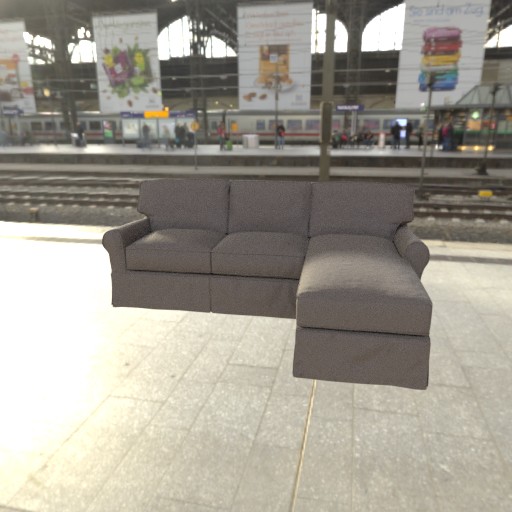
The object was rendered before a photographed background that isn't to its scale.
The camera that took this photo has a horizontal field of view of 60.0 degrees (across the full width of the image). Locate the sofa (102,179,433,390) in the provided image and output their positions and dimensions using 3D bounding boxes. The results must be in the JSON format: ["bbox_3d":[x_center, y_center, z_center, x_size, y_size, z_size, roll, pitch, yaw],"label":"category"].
[{"bbox_3d":[0.000,0.000,3.312,2.475,0.978,1.733,3,16,9],"label":"sofa"}]
